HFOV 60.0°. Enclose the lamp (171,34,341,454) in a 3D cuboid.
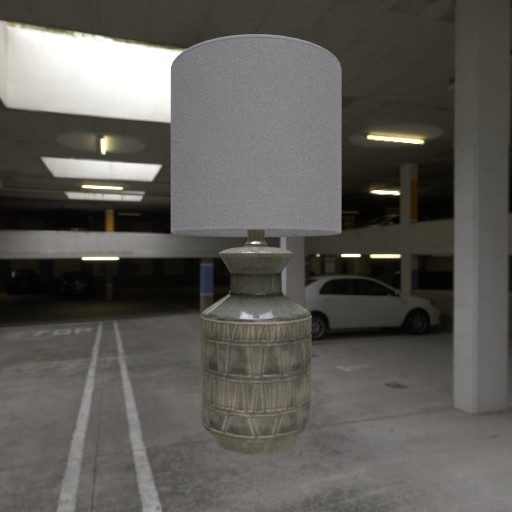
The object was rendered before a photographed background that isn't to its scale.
[{"bbox_3d":[0.000,0.000,0.560,0.211,0.455,0.211,0,0,-19],"label":"lamp"}]
